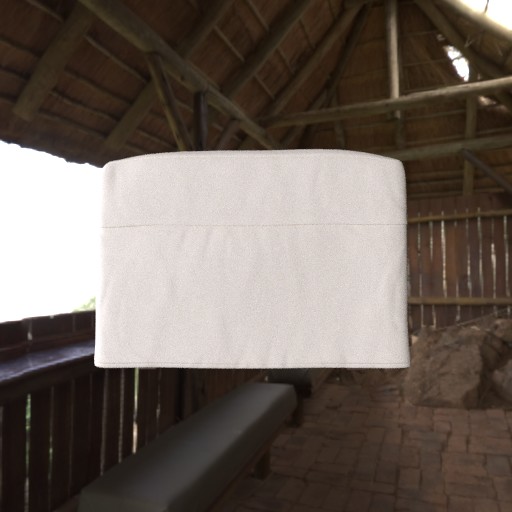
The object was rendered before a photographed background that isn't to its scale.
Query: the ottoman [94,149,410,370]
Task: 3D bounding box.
[{"bbox_3d":[0.000,0.000,1.209,0.590,0.444,0.872,0,0,1],"label":"ottoman"}]
